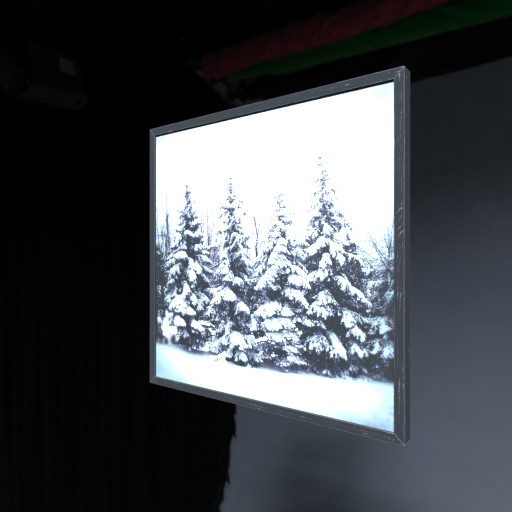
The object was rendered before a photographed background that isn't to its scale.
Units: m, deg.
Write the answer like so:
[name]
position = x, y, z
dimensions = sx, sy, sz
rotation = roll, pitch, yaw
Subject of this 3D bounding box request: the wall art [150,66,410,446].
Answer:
[wall art]
position = 0.000, 0.000, 1.125
dimensions = 0.761, 0.761, 0.037
rotation = 0, 0, 36
